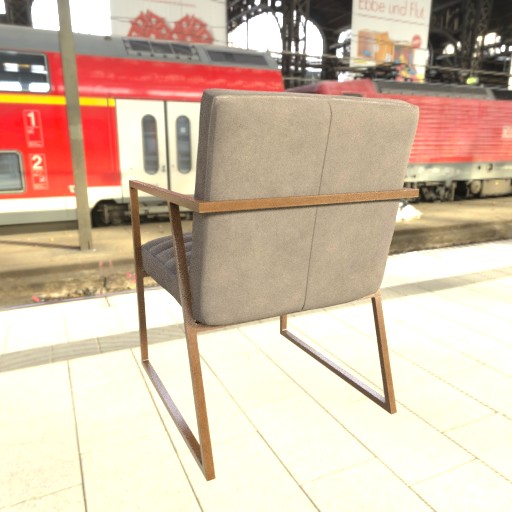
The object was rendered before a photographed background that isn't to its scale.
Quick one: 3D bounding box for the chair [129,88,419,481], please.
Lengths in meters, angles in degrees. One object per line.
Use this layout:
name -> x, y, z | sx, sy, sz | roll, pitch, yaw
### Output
chair -> 0.000, 0.000, 1.295 | 0.578, 0.843, 0.682 | -7, 16, -26
